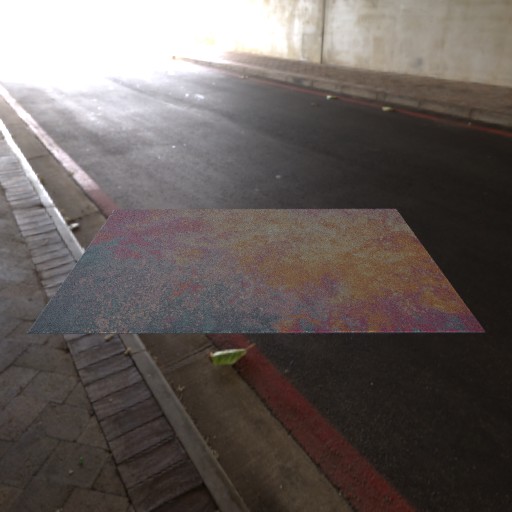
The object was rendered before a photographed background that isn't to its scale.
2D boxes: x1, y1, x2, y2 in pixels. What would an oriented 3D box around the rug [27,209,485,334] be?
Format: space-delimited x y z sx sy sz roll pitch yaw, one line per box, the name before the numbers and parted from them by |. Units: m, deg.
rug | 0.000 0.000 3.665 2.896 0.013 2.007 0 29 0
